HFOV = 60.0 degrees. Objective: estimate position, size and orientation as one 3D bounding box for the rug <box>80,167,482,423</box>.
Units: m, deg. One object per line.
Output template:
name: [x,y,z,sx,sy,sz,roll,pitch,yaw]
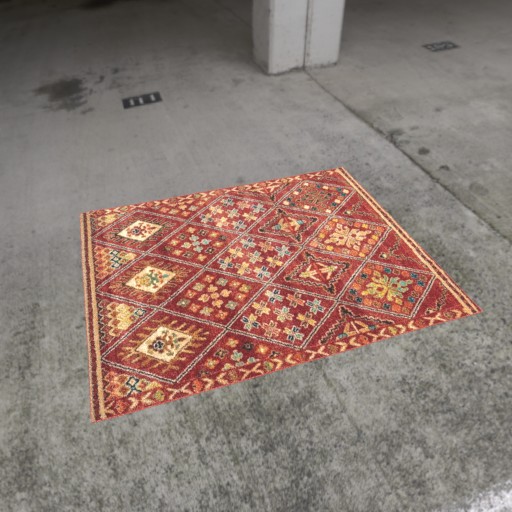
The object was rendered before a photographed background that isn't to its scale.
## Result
rug: [0.000,0.000,4.133,3.086,0.030,2.489,-12,42,-14]
